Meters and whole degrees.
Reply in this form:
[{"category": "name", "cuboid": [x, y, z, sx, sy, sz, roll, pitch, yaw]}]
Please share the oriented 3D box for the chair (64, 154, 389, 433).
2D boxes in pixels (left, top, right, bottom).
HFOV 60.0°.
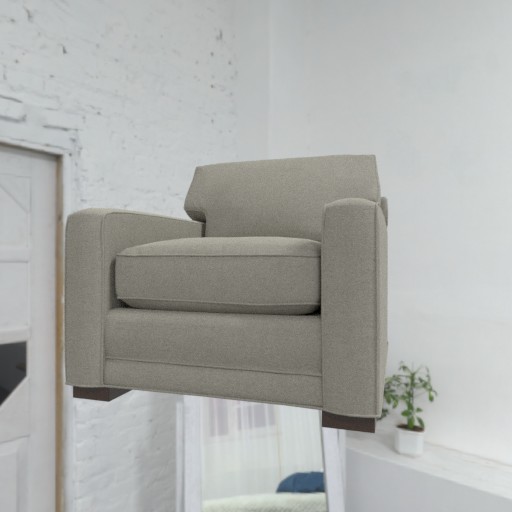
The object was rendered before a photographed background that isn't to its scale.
[{"category": "chair", "cuboid": [0.000, 0.000, 1.771, 0.999, 0.934, 1.044, 0, 0, 18]}]
